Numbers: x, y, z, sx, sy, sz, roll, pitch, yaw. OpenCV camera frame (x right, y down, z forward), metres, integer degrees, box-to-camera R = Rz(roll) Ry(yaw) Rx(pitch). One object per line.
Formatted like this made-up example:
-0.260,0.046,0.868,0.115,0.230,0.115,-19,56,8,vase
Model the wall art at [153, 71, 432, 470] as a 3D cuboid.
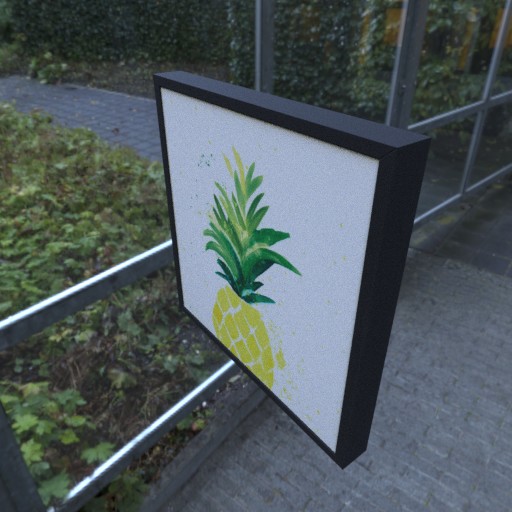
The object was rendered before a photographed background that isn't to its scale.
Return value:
0.000,0.000,0.442,0.033,0.304,0.305,-22,38,-31,wall art
